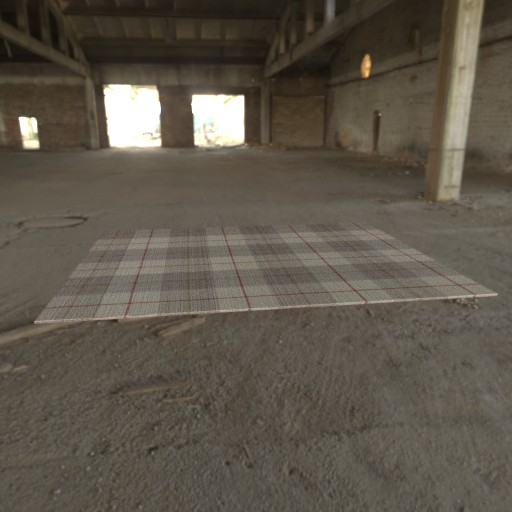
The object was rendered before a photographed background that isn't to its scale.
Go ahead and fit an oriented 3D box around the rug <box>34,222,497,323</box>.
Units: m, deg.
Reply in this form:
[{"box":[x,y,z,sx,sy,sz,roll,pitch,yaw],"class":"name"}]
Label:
[{"box":[0.000,0.000,3.888,2.959,0.016,2.317,-2,17,-8],"class":"rug"}]
